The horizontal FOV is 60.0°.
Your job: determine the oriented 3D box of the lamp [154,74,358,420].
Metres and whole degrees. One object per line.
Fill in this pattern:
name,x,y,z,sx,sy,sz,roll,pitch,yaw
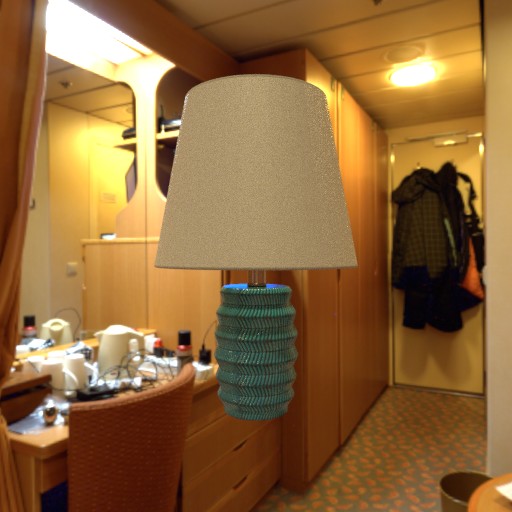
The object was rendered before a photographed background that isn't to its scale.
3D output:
lamp,0.000,0.000,0.567,0.254,0.392,0.254,0,0,0
